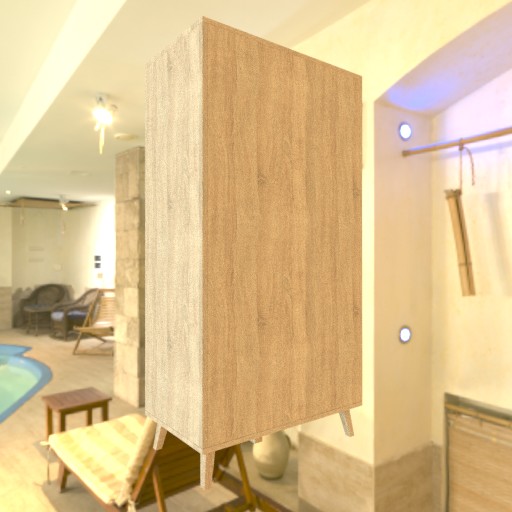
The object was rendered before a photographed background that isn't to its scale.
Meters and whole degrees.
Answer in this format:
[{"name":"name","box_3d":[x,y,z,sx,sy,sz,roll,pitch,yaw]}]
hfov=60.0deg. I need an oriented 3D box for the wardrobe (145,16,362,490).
[{"name":"wardrobe","box_3d":[0.000,0.000,2.349,1.000,1.960,0.600,0,0,-37]}]
